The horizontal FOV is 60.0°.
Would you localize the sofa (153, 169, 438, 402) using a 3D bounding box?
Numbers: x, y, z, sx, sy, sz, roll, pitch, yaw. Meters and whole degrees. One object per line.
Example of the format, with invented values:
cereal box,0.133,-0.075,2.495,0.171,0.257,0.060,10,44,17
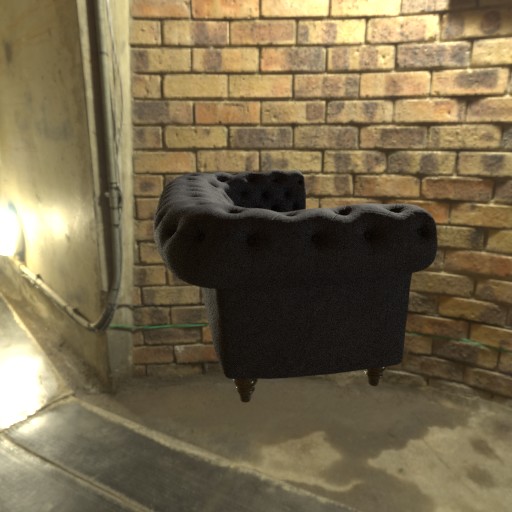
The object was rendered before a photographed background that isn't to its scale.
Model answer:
sofa,0.000,0.000,2.520,1.082,0.833,1.988,-3,16,-9
